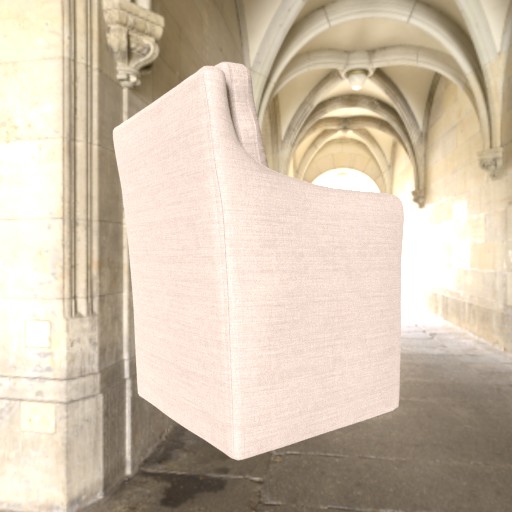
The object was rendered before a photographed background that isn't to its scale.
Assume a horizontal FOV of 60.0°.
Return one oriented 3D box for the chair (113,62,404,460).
[{"bbox_3d":[0.000,0.000,1.356,0.694,0.914,0.626,0,0,-36],"label":"chair"}]
